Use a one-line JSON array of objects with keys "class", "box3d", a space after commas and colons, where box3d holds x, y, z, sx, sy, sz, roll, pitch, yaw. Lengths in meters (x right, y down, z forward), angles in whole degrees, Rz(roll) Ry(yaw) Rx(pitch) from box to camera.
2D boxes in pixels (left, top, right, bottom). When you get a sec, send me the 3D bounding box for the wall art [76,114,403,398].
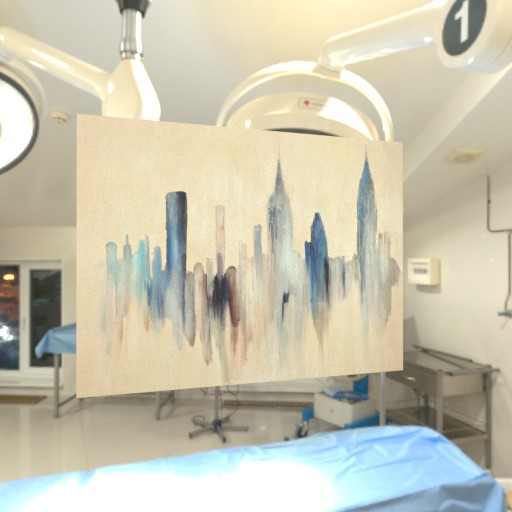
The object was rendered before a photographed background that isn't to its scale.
[{"class": "wall art", "box3d": [0.000, 0.000, 1.353, 1.016, 0.762, 0.038, 0, 0, -17]}]
